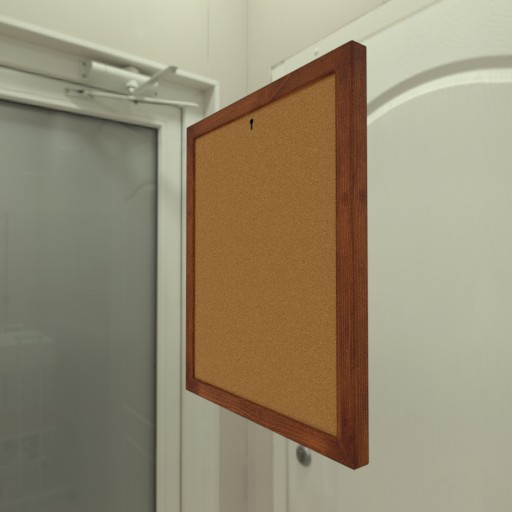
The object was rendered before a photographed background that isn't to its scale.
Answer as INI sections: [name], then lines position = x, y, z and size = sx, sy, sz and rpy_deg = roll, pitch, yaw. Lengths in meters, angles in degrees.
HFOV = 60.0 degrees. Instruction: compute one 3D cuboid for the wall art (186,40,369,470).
[wall art]
position = 0.000, 0.000, 0.767
size = 0.030, 0.558, 0.462
rpy_deg = 1, -2, -37
